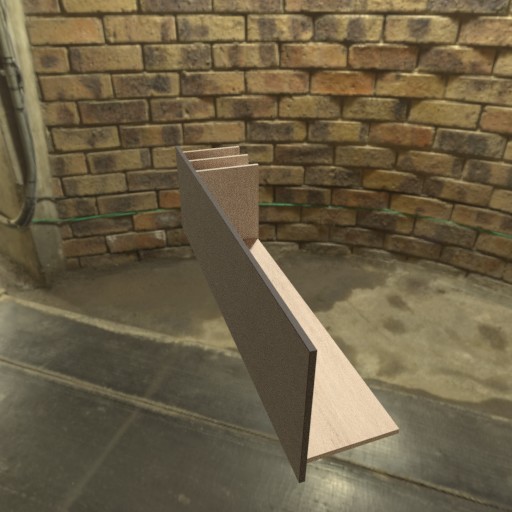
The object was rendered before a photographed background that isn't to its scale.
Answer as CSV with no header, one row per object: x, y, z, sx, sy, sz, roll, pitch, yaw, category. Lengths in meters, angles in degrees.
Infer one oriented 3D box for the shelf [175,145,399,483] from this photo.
0.000,0.000,1.127,0.200,0.300,1.020,-10,32,-16,shelf
